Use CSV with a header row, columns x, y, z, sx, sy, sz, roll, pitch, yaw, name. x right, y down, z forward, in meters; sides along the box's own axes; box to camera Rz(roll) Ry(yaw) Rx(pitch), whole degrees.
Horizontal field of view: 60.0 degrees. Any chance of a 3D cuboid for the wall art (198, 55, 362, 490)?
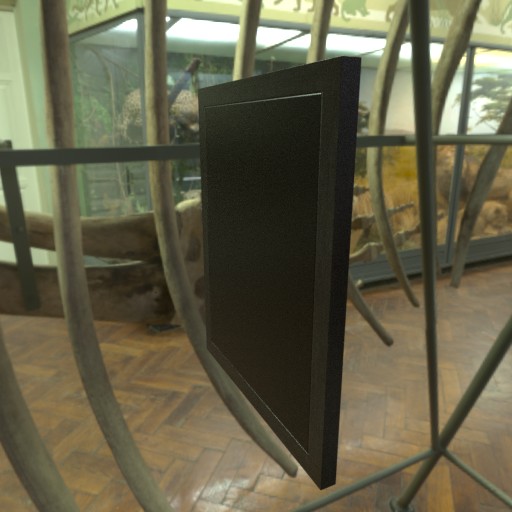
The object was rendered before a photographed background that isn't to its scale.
x,y,z,sx,sy,sz,roll,pitch,yaw,name
0.000,0.000,0.774,0.027,0.580,0.479,-8,18,-25,wall art
